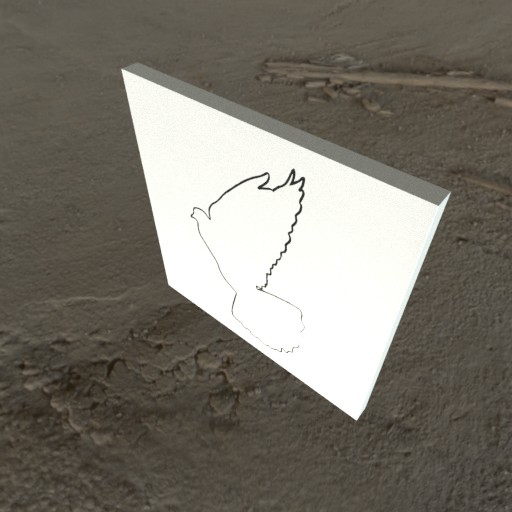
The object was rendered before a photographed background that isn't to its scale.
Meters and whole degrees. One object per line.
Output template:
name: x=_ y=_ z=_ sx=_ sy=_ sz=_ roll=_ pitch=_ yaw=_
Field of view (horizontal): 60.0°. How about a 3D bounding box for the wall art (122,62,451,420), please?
wall art: x=0.000 y=0.000 z=0.904 sx=0.610 sy=0.610 sz=0.038 roll=31 pitch=54 yaw=26
